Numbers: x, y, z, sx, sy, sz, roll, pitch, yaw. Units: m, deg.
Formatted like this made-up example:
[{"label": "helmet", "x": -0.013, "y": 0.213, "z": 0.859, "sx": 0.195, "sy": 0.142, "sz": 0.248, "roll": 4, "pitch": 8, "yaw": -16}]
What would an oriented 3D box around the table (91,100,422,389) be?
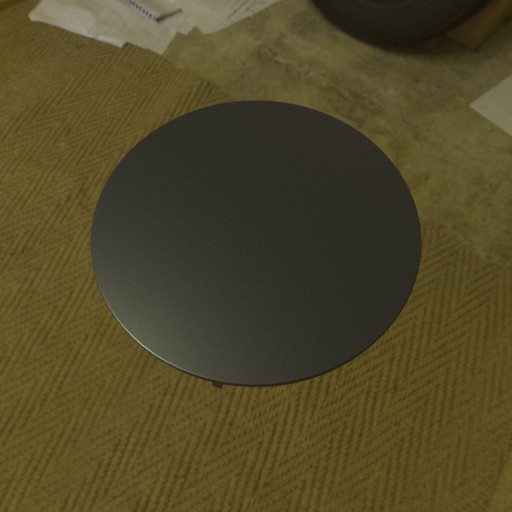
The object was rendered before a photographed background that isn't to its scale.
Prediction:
[{"label": "table", "x": 0.000, "y": 0.000, "z": 1.442, "sx": 0.914, "sy": 0.457, "sz": 0.914, "roll": 0, "pitch": 63, "yaw": 0}]
